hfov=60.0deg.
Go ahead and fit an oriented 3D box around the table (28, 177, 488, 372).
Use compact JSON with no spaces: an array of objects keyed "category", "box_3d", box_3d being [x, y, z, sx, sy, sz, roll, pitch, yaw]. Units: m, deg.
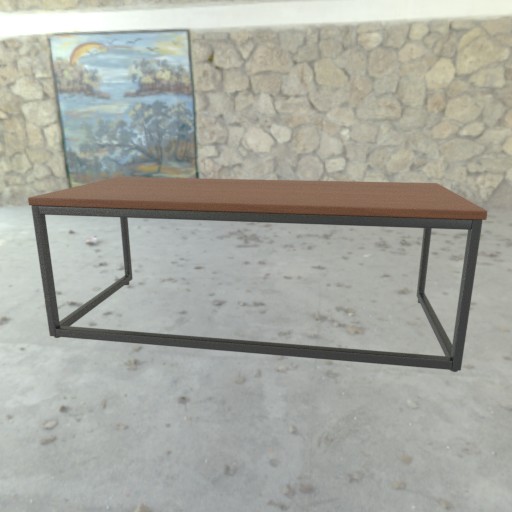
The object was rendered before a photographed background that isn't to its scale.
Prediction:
[{"category":"table","box_3d":[0.000,0.000,1.336,1.100,0.400,0.500,3,16,9]}]
